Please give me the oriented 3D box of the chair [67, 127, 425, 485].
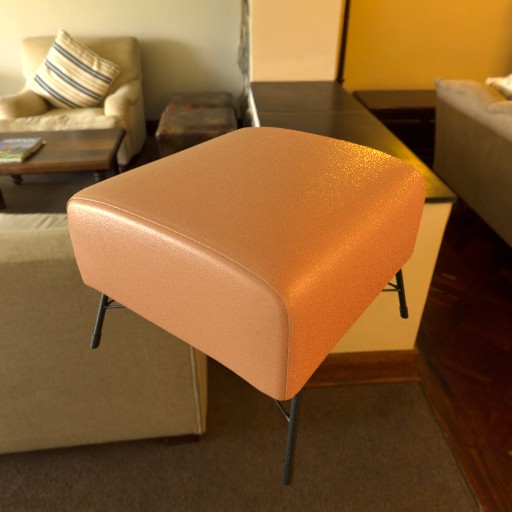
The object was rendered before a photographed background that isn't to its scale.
[{"bbox_3d":[0.000,0.000,0.915,0.530,0.410,0.530,22,39,30],"label":"chair"}]
